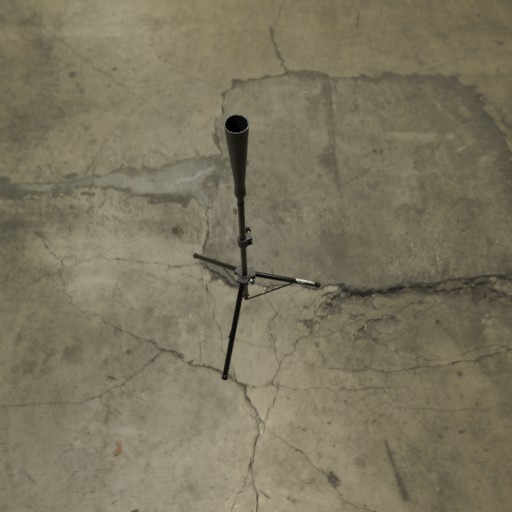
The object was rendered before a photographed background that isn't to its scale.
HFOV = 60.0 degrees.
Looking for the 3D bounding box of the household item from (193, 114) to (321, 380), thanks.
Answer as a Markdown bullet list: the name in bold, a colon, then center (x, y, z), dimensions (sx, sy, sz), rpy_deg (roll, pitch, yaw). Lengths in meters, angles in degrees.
- **household item**: center (0.000, 0.000, 1.388), dimensions (0.559, 1.067, 0.559), rpy_deg (0, 63, 0)
